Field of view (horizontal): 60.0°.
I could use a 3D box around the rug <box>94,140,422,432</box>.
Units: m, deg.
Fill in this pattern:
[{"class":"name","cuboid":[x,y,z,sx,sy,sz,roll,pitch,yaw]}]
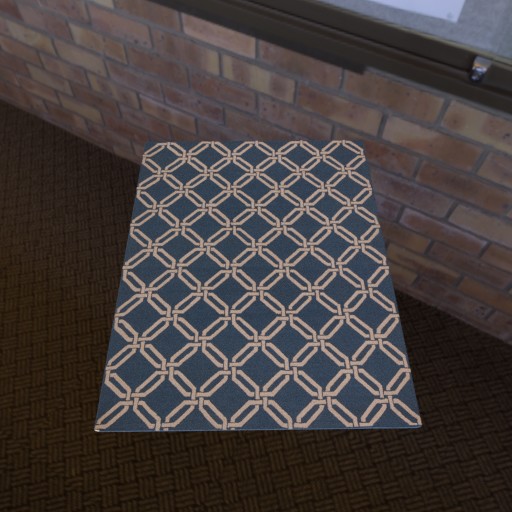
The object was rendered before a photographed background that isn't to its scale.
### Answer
[{"class":"rug","cuboid":[0.000,0.000,3.842,2.277,0.020,2.867,-1,57,0]}]
